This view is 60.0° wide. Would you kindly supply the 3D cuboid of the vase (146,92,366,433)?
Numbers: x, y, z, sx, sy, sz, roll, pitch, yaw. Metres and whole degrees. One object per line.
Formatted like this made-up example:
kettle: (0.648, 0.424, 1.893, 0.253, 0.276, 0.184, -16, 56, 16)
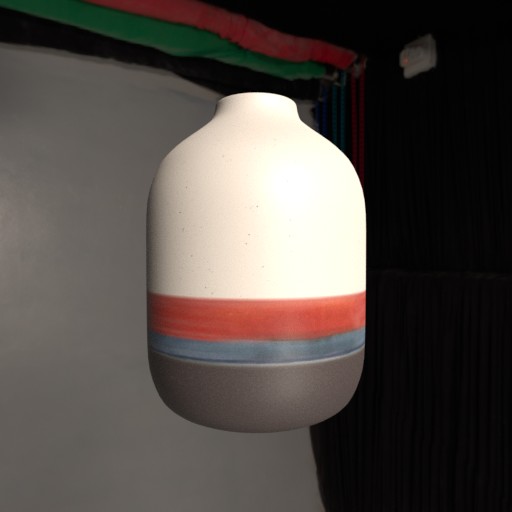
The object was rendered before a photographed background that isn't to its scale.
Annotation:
vase: (0.000, 0.000, 0.352, 0.169, 0.237, 0.169, 0, 1, 0)
